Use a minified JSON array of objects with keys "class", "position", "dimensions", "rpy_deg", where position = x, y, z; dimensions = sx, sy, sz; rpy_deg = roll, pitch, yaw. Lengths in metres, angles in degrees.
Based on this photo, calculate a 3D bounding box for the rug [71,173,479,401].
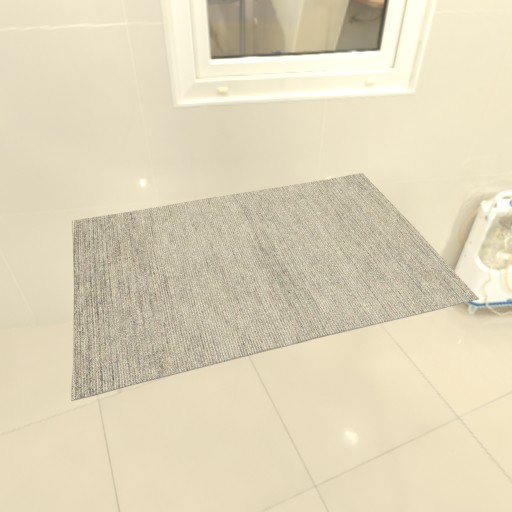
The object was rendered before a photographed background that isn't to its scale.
[{"class":"rug","position":[0.000,0.000,2.255],"dimensions":[1.804,0.022,1.162],"rpy_deg":[-11,43,-12]}]
